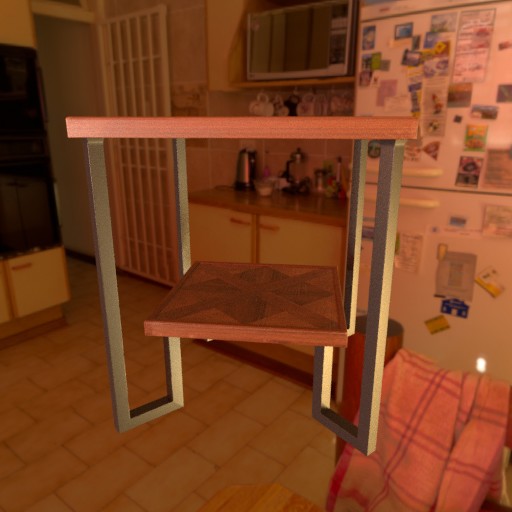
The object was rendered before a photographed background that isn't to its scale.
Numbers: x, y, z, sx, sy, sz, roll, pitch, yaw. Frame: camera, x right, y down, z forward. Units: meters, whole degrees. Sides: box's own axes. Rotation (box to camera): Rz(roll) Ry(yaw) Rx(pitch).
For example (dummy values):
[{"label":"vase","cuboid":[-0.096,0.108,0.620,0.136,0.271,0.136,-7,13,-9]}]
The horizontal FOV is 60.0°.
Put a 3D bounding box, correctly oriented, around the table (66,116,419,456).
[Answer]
[{"label":"table","cuboid":[0.000,0.000,0.943,0.503,0.563,0.503,2,17,7]}]
